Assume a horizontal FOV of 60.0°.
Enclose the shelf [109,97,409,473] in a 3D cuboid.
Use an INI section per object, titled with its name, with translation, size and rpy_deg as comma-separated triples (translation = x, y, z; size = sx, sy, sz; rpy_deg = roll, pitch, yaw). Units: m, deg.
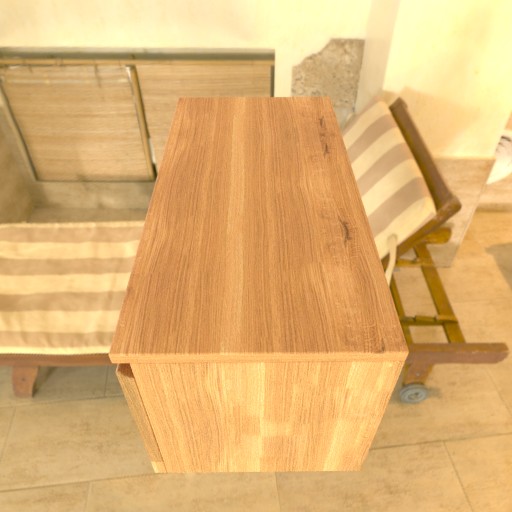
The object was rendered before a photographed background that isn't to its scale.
[shelf]
translation = 0.000, 0.000, 1.015
size = 0.400, 0.400, 0.800
rpy_deg = 0, 43, 0
